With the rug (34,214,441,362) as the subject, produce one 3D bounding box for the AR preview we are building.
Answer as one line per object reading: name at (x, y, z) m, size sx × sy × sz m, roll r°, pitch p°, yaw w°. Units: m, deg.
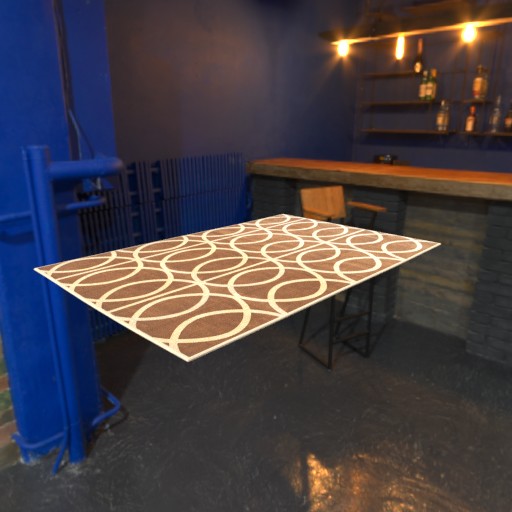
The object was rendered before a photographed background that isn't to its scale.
rug at (0.000, 0.000, 2.927) m, size 1.528 × 0.014 × 2.294 m, roll 16°, pitch 23°, yaw 42°
